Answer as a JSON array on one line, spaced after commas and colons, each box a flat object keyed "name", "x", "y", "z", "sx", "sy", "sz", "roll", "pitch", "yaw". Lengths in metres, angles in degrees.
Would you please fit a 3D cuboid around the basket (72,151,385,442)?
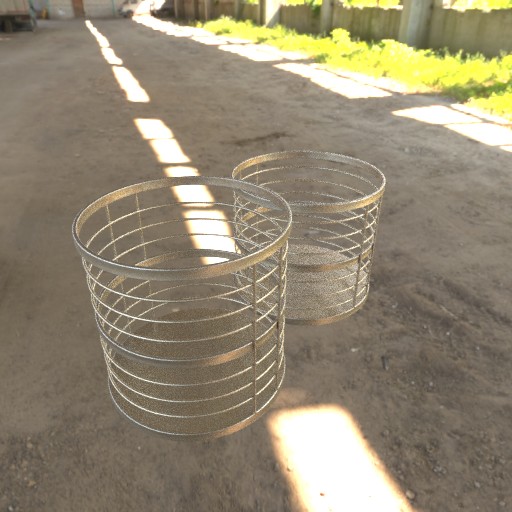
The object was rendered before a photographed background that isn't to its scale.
[{"name": "basket", "x": 0.000, "y": 0.000, "z": 0.961, "sx": 0.356, "sy": 0.351, "sz": 0.746, "roll": 21, "pitch": 36, "yaw": 31}]
